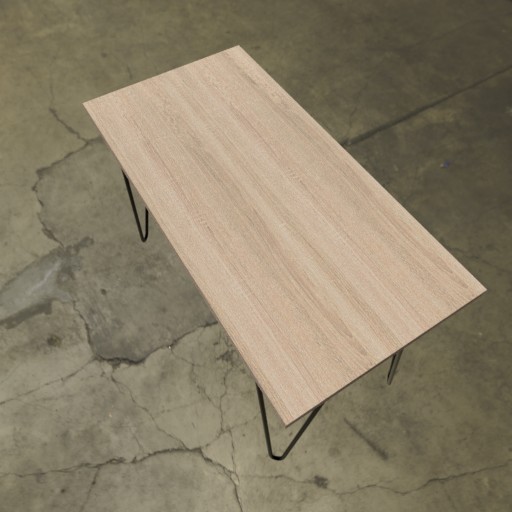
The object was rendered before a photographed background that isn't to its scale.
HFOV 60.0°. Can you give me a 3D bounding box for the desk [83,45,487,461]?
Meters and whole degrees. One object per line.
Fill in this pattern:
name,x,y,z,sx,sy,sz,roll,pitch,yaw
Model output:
desk,0.000,0.000,1.342,0.499,0.660,0.991,-28,62,-16
